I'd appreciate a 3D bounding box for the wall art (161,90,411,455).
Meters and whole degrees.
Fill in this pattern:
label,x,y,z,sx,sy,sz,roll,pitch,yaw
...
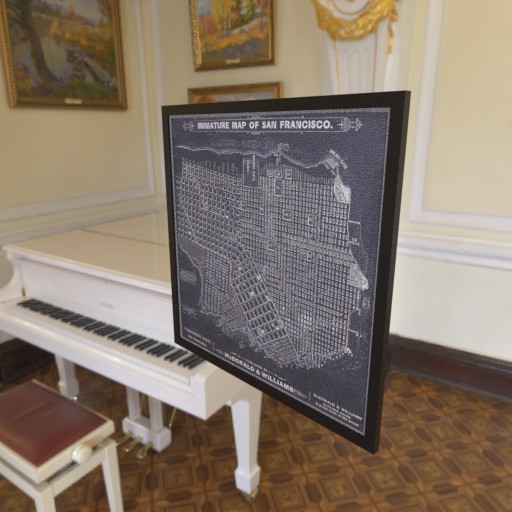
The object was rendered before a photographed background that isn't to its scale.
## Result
label,x,y,z,sx,sy,sz,roll,pitch,yaw
wall art,0.000,0.000,1.215,0.807,0.807,0.022,15,22,43
